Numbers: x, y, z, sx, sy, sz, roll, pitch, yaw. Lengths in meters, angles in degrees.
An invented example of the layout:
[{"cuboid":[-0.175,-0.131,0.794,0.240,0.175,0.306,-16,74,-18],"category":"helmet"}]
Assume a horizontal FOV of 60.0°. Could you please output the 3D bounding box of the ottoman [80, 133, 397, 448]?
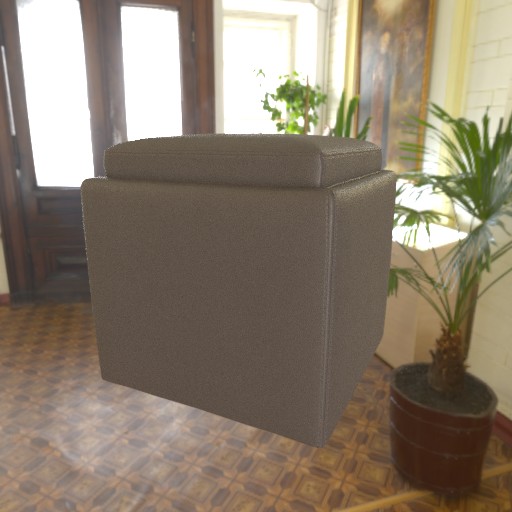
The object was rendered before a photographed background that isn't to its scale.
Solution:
[{"cuboid":[0.000,0.000,0.863,0.451,0.460,0.450,7,16,26],"category":"ottoman"}]
